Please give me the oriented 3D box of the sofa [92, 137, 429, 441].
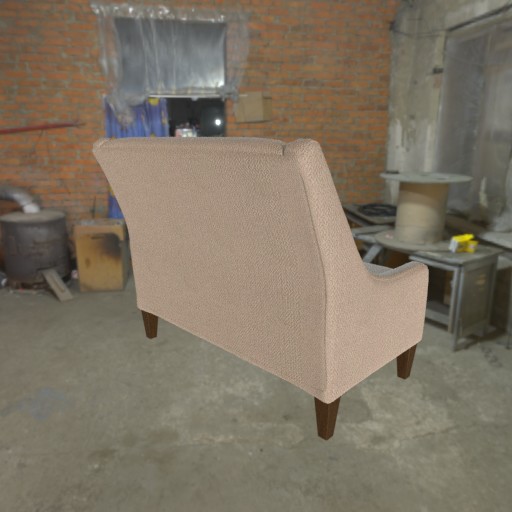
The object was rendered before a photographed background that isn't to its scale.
[{"bbox_3d":[0.000,0.000,1.968,0.870,1.022,1.242,-14,21,-43],"label":"sofa"}]
